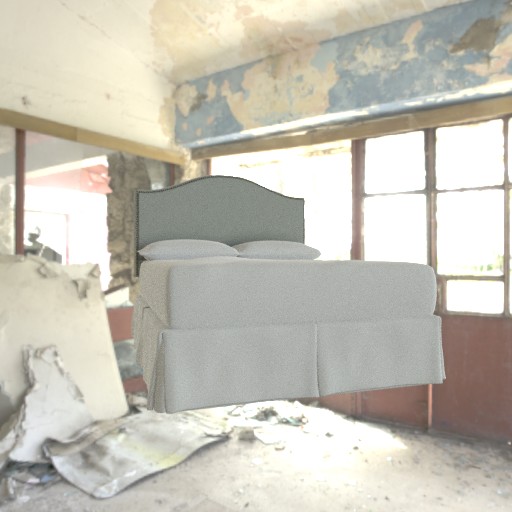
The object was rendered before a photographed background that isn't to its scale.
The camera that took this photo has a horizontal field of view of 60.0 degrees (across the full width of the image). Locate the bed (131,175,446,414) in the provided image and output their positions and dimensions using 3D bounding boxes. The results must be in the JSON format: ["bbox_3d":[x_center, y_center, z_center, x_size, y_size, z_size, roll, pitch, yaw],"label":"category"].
[{"bbox_3d":[0.000,0.000,3.436,1.813,1.607,2.180,0,0,-18],"label":"bed"}]
